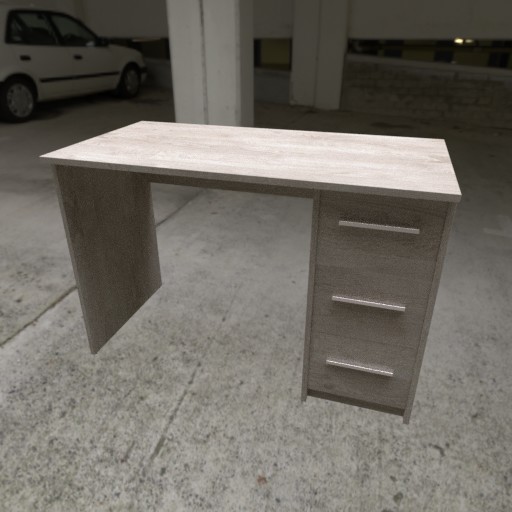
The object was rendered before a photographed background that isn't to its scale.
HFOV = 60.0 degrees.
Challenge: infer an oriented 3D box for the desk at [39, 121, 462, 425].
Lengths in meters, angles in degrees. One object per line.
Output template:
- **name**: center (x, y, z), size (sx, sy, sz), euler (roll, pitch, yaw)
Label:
- **desk**: center (0.000, 0.000, 1.501), size (1.097, 0.735, 0.560), euler (8, 28, 15)
